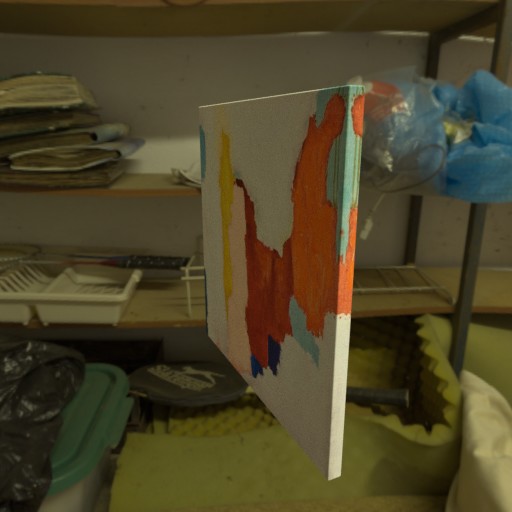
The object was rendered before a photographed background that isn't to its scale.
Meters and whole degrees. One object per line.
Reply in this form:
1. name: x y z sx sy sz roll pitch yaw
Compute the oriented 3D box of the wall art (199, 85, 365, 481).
1. wall art: 0.000 0.000 1.525 0.044 1.017 1.017 -7 17 -24
